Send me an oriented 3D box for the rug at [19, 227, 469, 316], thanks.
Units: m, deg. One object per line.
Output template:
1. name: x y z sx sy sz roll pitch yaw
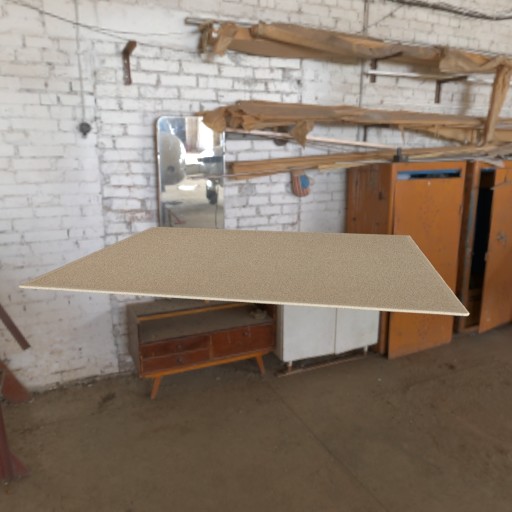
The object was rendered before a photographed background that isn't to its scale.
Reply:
1. rug: 0.000 0.000 4.065 3.051 0.020 2.407 3 14 10
